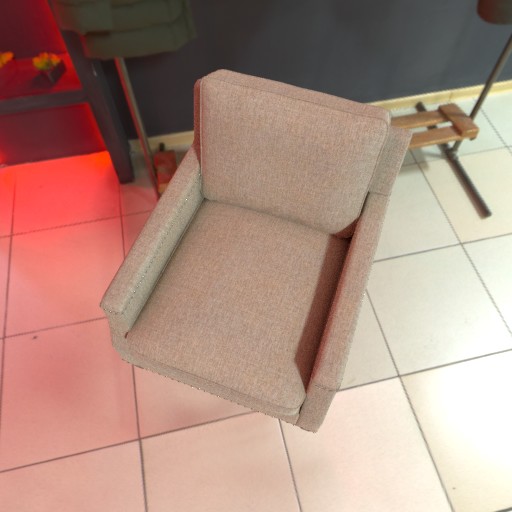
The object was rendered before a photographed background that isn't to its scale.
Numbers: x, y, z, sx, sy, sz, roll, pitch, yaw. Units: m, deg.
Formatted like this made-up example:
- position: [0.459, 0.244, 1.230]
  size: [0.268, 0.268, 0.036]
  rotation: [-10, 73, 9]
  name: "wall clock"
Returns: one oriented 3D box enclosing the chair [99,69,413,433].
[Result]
- position: [0.000, 0.000, 1.711]
  size: [0.853, 0.943, 1.014]
  rotation: [17, 61, 10]
  name: "chair"
